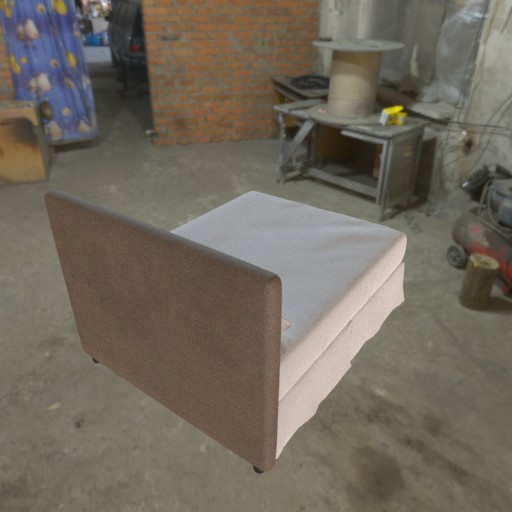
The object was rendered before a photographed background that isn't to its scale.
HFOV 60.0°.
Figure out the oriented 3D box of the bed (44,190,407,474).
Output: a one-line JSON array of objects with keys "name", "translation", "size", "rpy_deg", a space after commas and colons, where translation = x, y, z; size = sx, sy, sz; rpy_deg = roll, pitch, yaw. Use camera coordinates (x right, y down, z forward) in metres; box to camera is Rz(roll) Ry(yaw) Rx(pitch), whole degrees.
[{"name": "bed", "translation": [0.000, 0.000, 3.264], "size": [1.723, 1.330, 2.142], "rpy_deg": [20, 36, 31]}]
